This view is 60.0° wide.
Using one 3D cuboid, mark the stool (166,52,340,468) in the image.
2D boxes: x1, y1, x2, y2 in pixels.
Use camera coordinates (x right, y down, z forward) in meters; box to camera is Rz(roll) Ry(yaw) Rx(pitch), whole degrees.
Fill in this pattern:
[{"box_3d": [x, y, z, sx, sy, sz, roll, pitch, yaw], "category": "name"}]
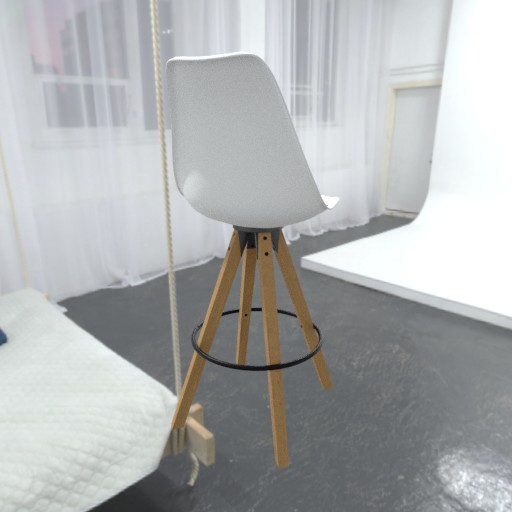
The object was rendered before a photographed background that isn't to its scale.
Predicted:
[{"box_3d": [0.000, 0.000, 1.408, 0.482, 1.115, 0.549, 8, 18, 25], "category": "stool"}]
